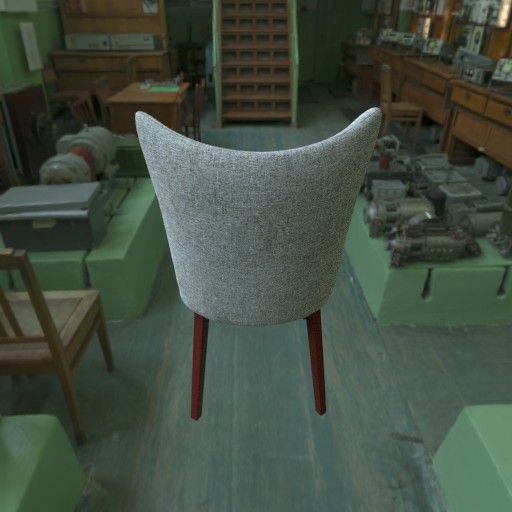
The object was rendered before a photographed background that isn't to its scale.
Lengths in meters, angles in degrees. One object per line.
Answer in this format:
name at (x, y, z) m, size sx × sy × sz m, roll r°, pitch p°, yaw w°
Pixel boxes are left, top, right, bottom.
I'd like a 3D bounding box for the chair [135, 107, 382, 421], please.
chair at (0.000, 0.000, 1.329) m, size 0.535 × 0.924 × 0.623 m, roll -1°, pitch 30°, yaw -2°
